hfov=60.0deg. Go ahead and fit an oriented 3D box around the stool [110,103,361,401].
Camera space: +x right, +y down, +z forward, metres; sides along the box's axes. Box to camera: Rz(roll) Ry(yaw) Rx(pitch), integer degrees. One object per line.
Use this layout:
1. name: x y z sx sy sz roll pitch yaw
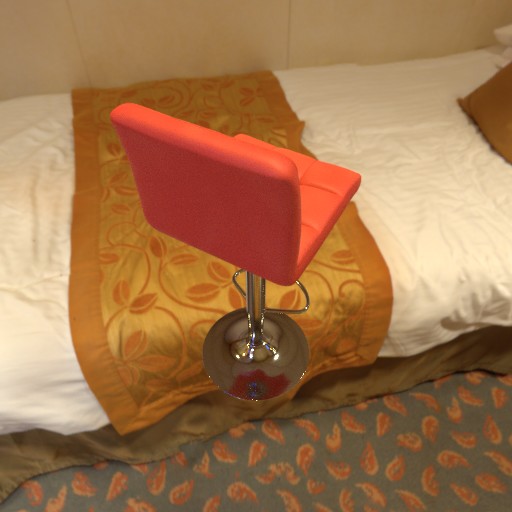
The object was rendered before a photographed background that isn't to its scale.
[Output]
1. stool: 0.000 0.000 1.359 0.430 1.115 0.505 23 52 20
